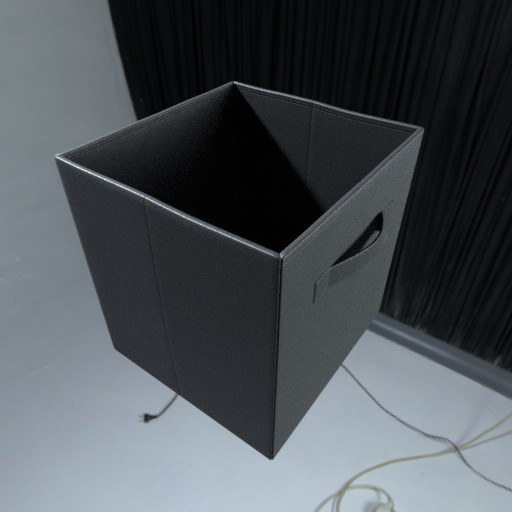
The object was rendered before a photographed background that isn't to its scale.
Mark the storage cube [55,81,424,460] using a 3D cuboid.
[{"bbox_3d":[0.000,0.000,0.514,0.270,0.280,0.270,25,45,27],"label":"storage cube"}]
